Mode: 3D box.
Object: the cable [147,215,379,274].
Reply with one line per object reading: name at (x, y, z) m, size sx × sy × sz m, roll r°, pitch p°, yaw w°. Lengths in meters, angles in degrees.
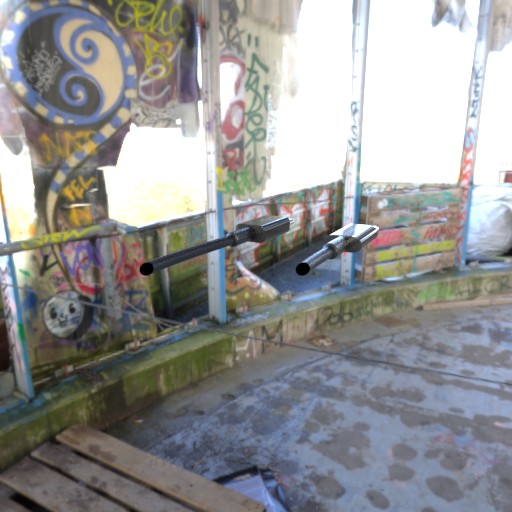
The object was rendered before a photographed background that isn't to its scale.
cable at (0.000, 0.000, 0.111) m, size 0.040 × 0.006 × 0.098 m, roll 8°, pitch 16°, yaw 27°
